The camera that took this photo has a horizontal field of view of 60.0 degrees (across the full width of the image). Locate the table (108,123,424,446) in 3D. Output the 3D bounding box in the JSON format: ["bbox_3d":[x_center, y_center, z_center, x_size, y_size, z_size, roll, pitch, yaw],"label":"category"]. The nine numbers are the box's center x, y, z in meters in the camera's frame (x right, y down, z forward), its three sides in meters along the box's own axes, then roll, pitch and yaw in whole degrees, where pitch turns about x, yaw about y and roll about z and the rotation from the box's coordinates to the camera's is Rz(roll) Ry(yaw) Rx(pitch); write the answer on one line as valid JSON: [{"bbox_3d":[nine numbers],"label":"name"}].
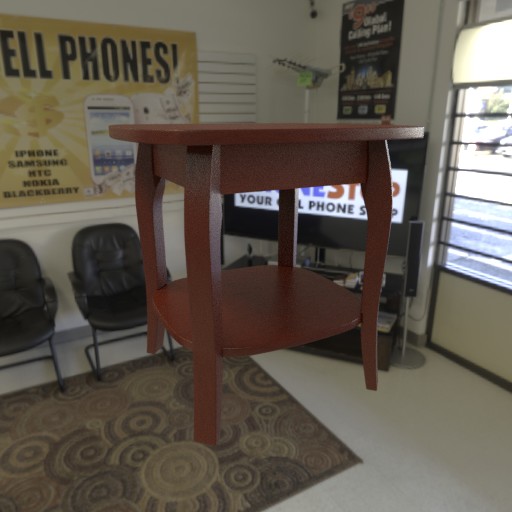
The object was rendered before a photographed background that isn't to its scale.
[{"bbox_3d":[0.000,0.000,0.876,0.502,0.496,0.433,-9,19,-25],"label":"table"}]
